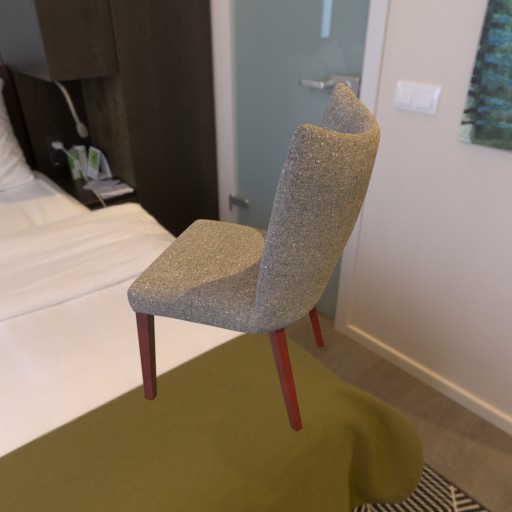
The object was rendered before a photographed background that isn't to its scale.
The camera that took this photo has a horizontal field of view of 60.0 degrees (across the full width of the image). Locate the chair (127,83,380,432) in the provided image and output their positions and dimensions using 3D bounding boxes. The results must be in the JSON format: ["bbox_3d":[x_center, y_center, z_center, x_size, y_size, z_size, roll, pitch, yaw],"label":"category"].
[{"bbox_3d":[0.000,0.000,1.332,0.623,0.924,0.535,9,31,15],"label":"chair"}]
